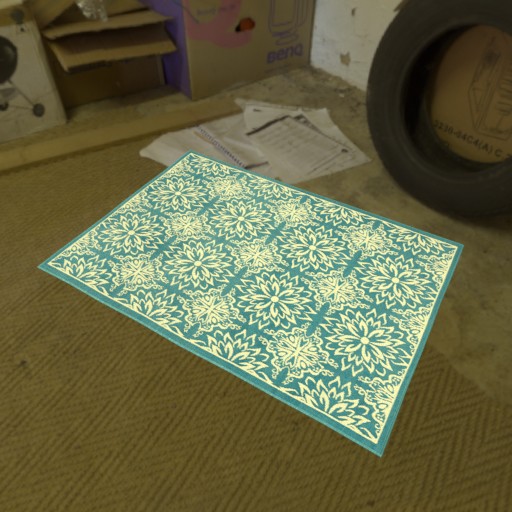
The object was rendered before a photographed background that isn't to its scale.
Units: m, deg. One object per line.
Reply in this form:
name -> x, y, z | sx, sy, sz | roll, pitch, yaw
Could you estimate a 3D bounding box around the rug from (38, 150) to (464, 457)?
rug -> 0.000, 0.000, 2.792 | 2.205, 0.012, 1.554 | 23, 50, 21
